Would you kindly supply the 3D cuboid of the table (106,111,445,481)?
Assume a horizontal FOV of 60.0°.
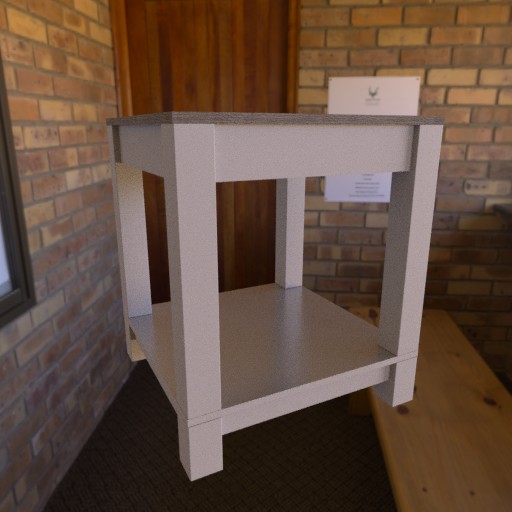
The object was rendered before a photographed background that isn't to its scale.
[{"bbox_3d":[0.000,0.000,0.984,0.506,0.587,0.504,-8,18,-26],"label":"table"}]
